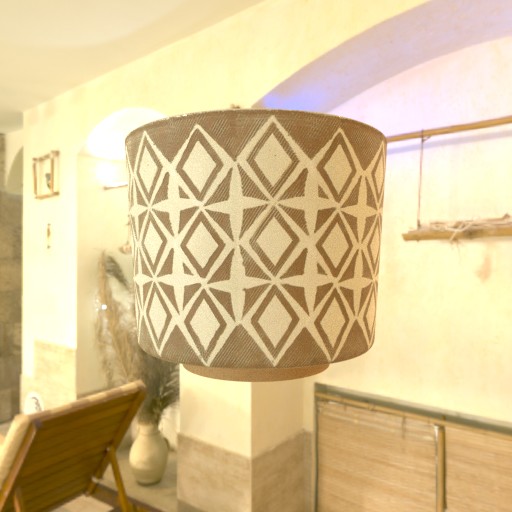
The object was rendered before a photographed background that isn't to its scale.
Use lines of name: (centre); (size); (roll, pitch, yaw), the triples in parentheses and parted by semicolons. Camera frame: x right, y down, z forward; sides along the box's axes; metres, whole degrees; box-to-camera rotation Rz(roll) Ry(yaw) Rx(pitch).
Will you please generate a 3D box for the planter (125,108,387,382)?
planter: (0.000, 0.000, 0.458); (0.260, 0.220, 0.260); (0, 0, 0)
